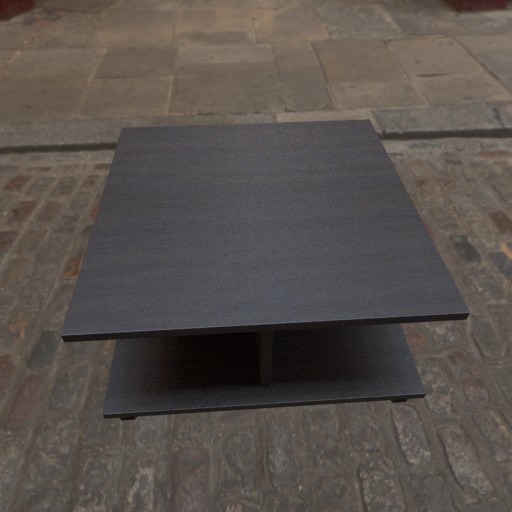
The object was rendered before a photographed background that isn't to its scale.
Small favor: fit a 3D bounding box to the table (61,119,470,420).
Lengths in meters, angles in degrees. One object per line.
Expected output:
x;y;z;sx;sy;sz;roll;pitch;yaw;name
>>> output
0.000;0.000;1.229;0.762;0.396;0.762;-3;45;-3;table
